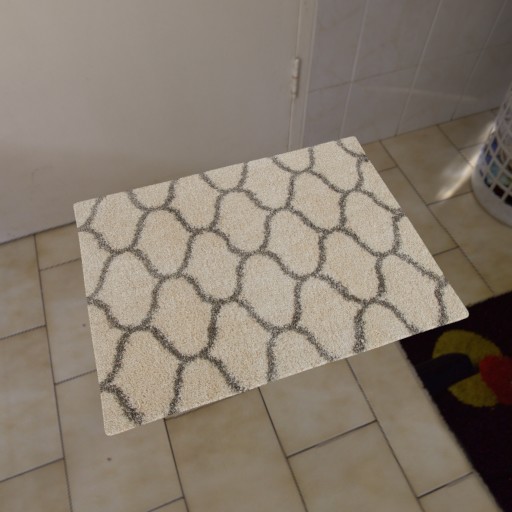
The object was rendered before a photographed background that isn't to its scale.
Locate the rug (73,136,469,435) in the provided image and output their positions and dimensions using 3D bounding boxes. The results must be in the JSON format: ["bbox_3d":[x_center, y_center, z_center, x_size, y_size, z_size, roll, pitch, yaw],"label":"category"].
[{"bbox_3d":[0.000,0.000,2.131,1.600,0.025,1.200,-16,59,-10],"label":"rug"}]
